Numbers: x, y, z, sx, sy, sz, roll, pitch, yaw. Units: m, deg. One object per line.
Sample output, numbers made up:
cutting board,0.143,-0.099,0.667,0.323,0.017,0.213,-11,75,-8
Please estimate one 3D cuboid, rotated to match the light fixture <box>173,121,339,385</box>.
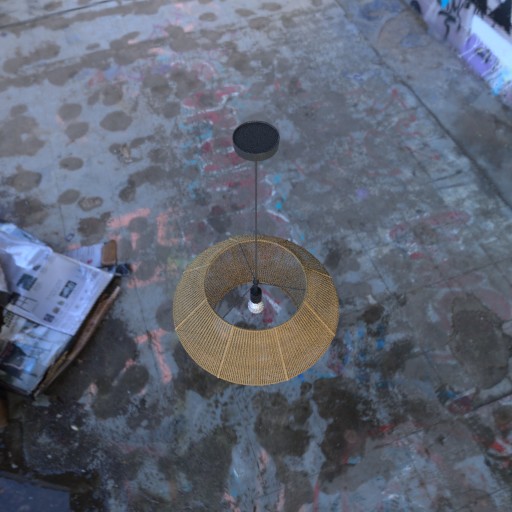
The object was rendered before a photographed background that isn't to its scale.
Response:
light fixture,0.000,0.000,1.426,0.643,1.009,0.643,0,58,0
